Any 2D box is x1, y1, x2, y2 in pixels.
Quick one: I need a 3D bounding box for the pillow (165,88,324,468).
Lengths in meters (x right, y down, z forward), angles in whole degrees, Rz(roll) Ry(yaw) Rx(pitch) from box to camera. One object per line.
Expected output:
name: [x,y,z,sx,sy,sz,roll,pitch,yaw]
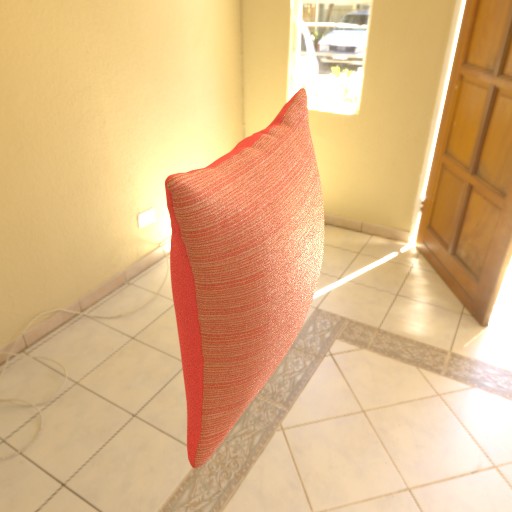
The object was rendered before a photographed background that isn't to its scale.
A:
pillow: [0.000,0.000,0.817,0.229,0.501,0.559,11,33,18]
